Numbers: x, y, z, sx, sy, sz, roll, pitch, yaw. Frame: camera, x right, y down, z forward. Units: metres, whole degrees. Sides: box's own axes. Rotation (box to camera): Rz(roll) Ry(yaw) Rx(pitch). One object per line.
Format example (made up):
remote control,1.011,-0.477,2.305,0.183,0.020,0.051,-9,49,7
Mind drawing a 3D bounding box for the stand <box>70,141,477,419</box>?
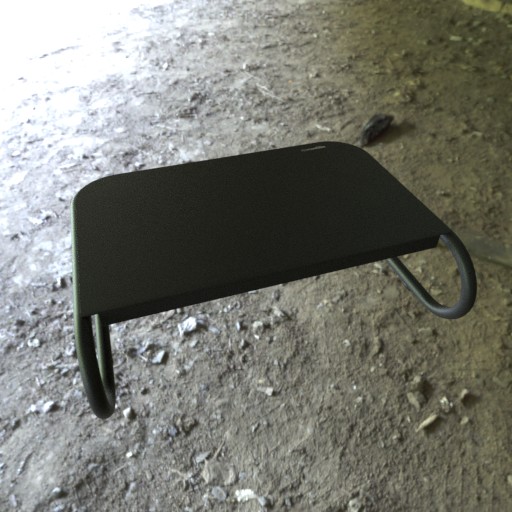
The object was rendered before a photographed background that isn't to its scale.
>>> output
stand,0.000,0.000,0.496,0.370,0.108,0.280,-12,43,-14
